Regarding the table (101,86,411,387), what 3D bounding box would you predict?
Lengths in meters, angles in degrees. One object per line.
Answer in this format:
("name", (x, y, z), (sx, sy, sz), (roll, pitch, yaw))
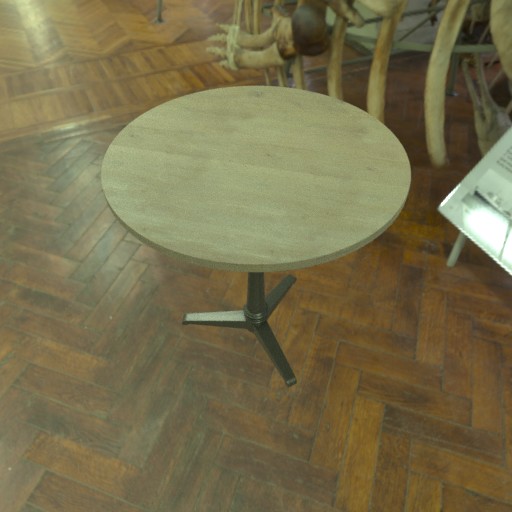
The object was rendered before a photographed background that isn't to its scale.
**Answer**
("table", (0.000, 0.000, 1.455), (0.800, 0.780, 0.800), (0, 46, 0))
